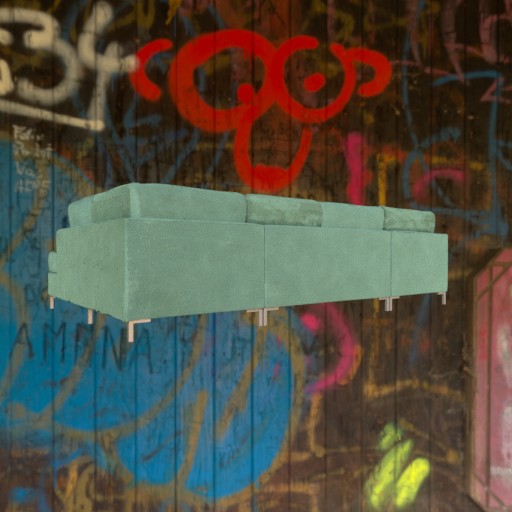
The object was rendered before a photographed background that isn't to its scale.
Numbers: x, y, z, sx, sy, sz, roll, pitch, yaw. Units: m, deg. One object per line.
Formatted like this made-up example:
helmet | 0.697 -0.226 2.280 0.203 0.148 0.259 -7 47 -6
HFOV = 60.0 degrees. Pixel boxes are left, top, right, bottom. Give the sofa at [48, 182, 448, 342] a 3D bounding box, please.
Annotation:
sofa | 0.000 0.000 4.391 3.434 0.992 2.055 0 0 -36
